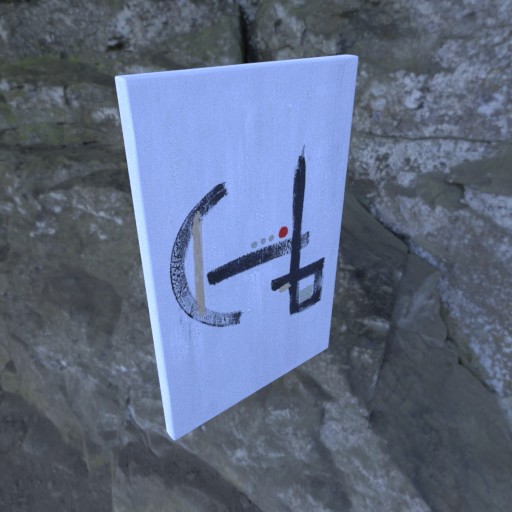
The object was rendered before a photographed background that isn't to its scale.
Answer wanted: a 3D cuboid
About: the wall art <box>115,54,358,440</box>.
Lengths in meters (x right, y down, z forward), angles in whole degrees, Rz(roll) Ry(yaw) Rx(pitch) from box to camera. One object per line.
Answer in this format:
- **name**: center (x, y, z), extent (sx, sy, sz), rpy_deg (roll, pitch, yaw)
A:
- **wall art**: center (0.000, 0.000, 1.146), extent (0.602, 0.916, 0.048), rpy_deg (-22, 36, -33)
